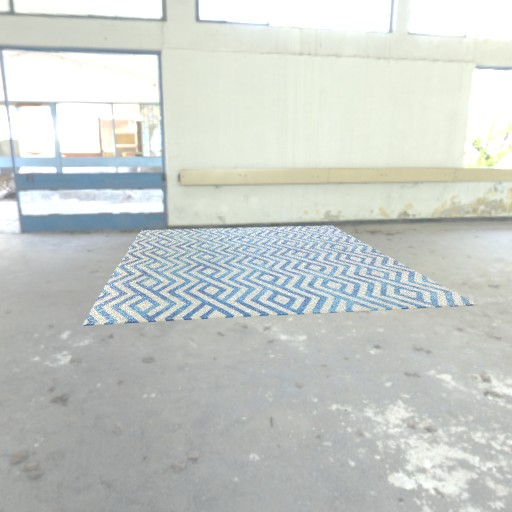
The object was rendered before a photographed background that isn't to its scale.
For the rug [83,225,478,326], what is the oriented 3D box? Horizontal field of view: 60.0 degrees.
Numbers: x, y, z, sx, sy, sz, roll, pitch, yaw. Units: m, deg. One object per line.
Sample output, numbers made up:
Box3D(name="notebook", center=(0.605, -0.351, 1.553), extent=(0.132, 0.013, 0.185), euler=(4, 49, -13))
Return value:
Box3D(name="rug", center=(0.000, 0.000, 4.160), extent=(2.453, 0.008, 3.059), euler=(-2, 14, -8))
